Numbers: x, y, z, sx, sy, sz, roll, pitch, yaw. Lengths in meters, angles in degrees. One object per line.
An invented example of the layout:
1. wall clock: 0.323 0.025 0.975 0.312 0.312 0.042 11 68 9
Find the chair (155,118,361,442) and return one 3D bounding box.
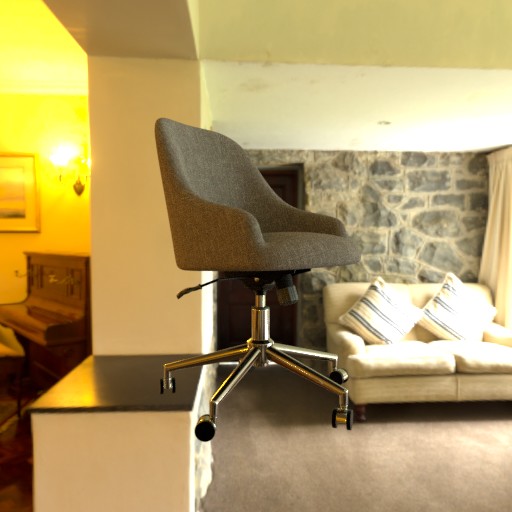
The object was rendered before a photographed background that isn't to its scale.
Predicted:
1. chair: 0.000 0.000 1.441 0.712 0.950 0.671 2 3 37
